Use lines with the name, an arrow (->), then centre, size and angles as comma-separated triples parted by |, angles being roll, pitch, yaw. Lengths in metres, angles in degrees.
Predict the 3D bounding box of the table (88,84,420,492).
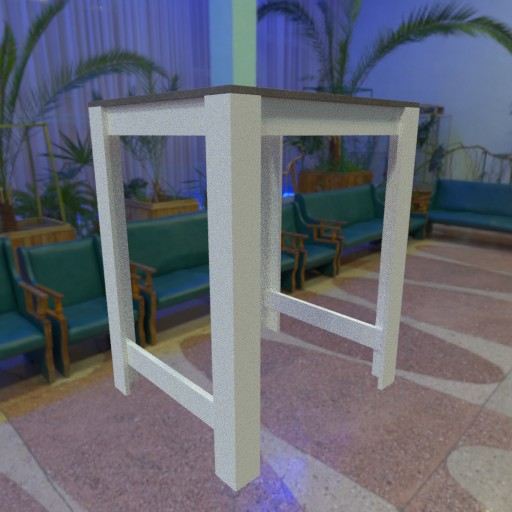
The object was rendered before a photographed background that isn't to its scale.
table -> 0.000, 0.000, 1.552 | 0.800, 1.020, 0.700 | -14, 21, -41
